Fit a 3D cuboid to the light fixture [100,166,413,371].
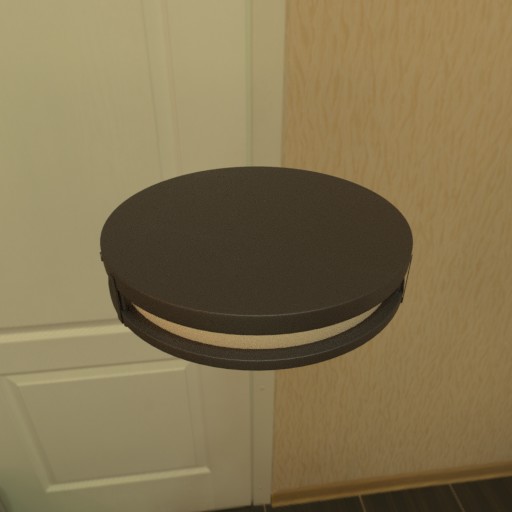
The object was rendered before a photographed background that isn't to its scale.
[{"bbox_3d":[0.000,0.000,0.549,0.356,0.102,0.356,0,32,0],"label":"light fixture"}]
